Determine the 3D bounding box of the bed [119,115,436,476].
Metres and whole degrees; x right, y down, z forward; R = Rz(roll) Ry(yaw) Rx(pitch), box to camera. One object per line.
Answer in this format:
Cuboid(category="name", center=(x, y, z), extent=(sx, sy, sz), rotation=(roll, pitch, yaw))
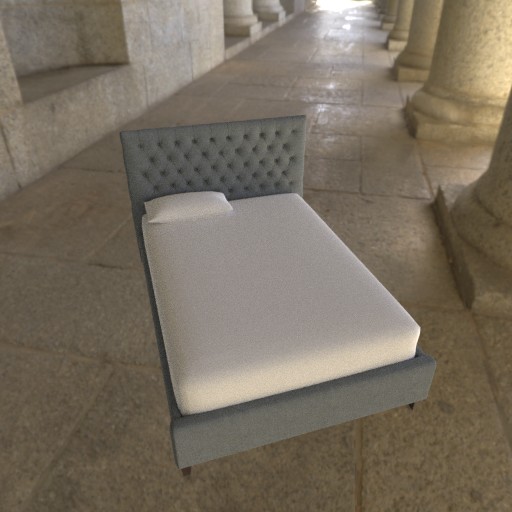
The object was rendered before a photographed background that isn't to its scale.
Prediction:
Cuboid(category="bed", center=(0.000, 0.000, 3.382), extent=(1.698, 1.411, 2.335), rotation=(-10, 34, -15))
